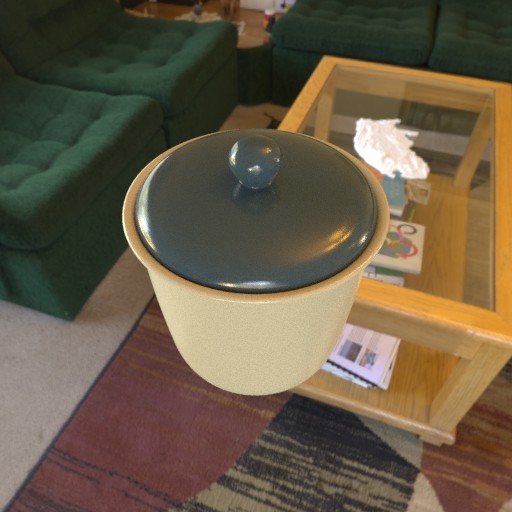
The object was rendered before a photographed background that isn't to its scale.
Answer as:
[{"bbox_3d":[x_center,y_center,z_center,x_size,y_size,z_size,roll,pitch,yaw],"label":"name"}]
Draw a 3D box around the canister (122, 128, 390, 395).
[{"bbox_3d":[0.000,0.000,0.350,0.182,0.208,0.182,0,47,0],"label":"canister"}]
